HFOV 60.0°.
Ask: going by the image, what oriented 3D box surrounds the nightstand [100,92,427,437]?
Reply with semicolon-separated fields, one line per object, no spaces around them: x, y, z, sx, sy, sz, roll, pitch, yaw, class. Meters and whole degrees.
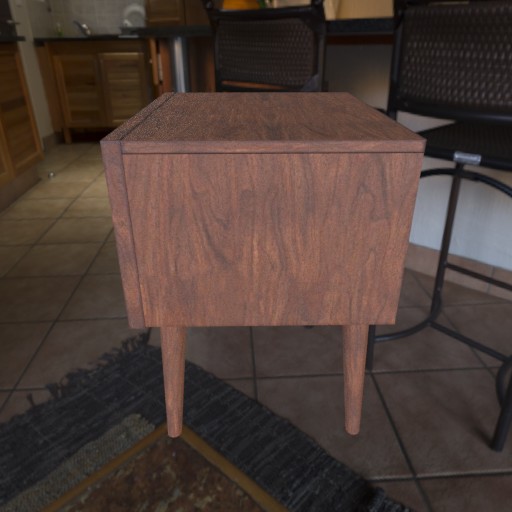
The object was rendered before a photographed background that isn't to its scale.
0.000;0.000;0.955;0.445;0.607;0.521;0;27;-1;nightstand
